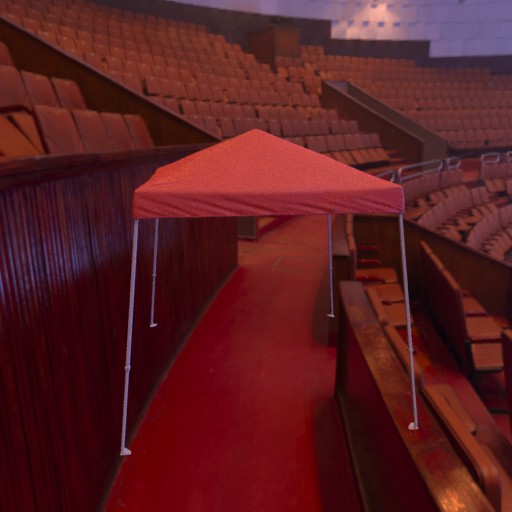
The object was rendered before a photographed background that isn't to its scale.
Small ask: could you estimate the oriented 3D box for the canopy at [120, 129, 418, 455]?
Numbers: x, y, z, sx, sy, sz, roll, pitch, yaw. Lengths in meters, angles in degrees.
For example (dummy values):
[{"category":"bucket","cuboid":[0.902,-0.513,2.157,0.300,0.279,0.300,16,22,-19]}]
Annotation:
[{"category":"canopy","cuboid":[0.000,0.000,6.521,3.600,3.600,3.599,-2,16,-7]}]
